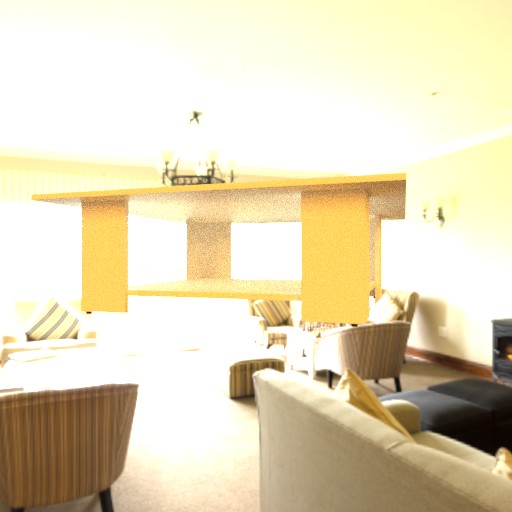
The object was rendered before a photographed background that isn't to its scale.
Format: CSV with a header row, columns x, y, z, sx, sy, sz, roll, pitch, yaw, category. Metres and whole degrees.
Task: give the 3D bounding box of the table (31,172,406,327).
x,y,z,sx,sy,sz,roll,pitch,yaw,category
0.000,0.000,1.389,0.890,0.305,0.890,0,0,19,table
